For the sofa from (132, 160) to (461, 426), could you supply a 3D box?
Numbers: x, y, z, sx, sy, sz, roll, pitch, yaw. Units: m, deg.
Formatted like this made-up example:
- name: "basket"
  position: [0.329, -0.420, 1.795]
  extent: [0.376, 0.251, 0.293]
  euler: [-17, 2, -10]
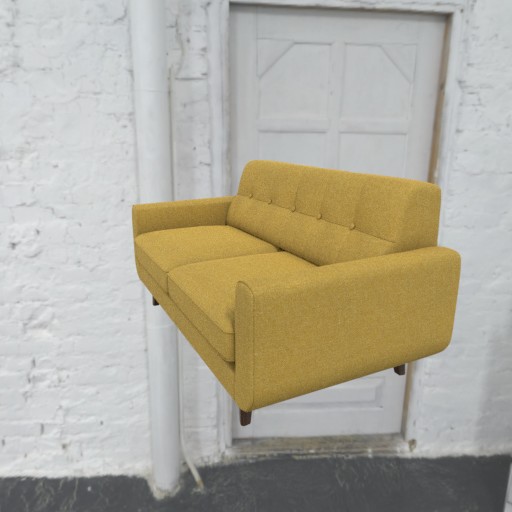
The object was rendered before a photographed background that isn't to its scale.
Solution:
- name: "sofa"
  position: [0.000, 0.000, 2.179]
  extent: [0.909, 0.841, 1.631]
  euler: [-8, 18, -26]
